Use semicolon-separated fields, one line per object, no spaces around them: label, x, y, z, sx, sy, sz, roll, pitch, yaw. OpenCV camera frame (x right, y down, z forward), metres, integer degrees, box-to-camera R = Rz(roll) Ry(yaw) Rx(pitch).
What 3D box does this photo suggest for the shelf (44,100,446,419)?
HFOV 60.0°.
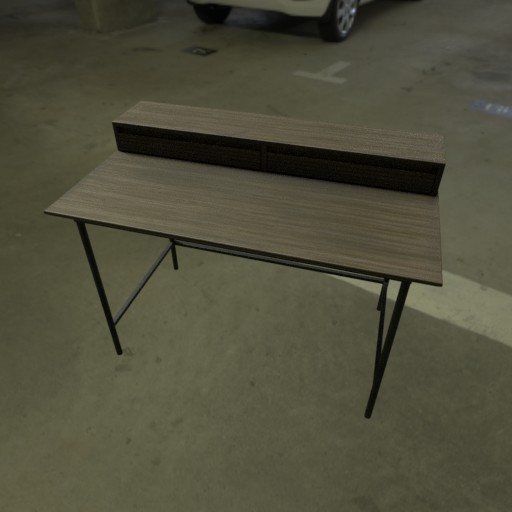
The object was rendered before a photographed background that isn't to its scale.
shelf;0.000;0.000;1.732;1.212;0.865;0.685;11;40;13
